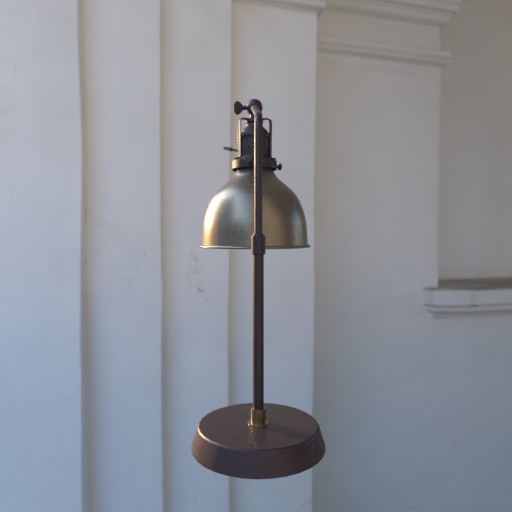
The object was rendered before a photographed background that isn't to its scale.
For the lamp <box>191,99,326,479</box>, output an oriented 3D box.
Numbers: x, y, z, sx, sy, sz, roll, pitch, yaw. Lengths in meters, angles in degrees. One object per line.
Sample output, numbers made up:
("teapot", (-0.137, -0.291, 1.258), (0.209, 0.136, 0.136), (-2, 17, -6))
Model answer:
("lamp", (0.000, 0.000, 0.614), (0.175, 0.469, 0.298), (0, 1, 1))
